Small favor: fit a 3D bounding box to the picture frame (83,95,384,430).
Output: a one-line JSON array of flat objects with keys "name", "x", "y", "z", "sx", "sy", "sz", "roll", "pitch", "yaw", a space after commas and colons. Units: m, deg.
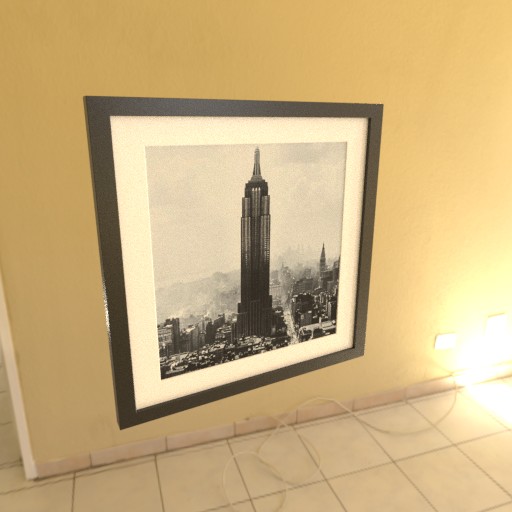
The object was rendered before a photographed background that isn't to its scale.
[{"name": "picture frame", "x": 0.000, "y": 0.000, "z": 0.841, "sx": 0.559, "sy": 0.557, "sz": 0.029, "roll": -9, "pitch": 19, "yaw": -27}]
